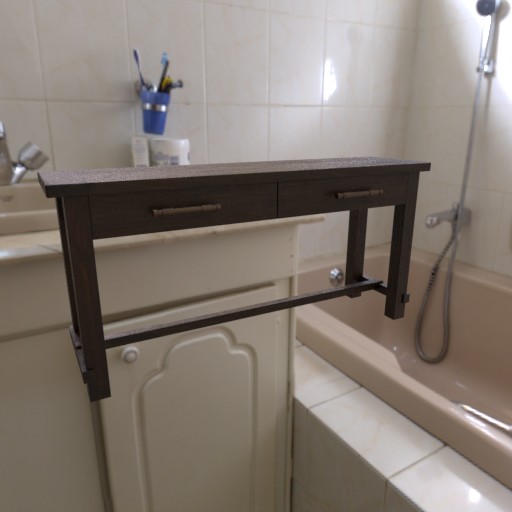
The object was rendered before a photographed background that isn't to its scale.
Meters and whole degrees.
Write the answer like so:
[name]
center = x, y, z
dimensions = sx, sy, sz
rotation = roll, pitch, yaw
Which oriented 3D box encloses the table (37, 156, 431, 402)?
[table]
center = 0.000, 0.000, 1.920
dimensions = 1.599, 0.762, 0.442
rotation = -9, 19, -27
